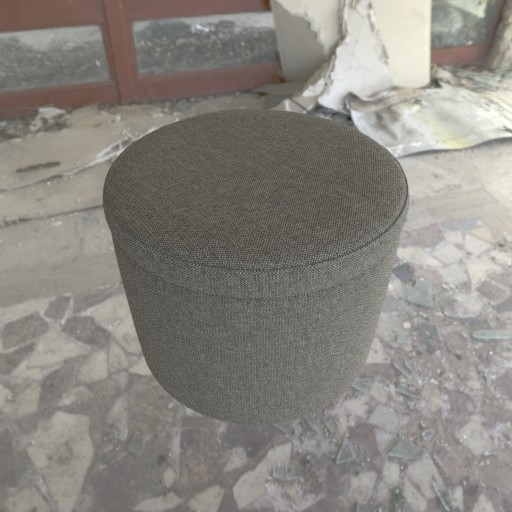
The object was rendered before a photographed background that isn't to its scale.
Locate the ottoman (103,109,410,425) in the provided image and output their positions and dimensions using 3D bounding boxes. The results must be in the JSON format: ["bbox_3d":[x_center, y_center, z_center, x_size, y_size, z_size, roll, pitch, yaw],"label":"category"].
[{"bbox_3d":[0.000,0.000,0.888,0.520,0.430,0.520,0,41,0],"label":"ottoman"}]
